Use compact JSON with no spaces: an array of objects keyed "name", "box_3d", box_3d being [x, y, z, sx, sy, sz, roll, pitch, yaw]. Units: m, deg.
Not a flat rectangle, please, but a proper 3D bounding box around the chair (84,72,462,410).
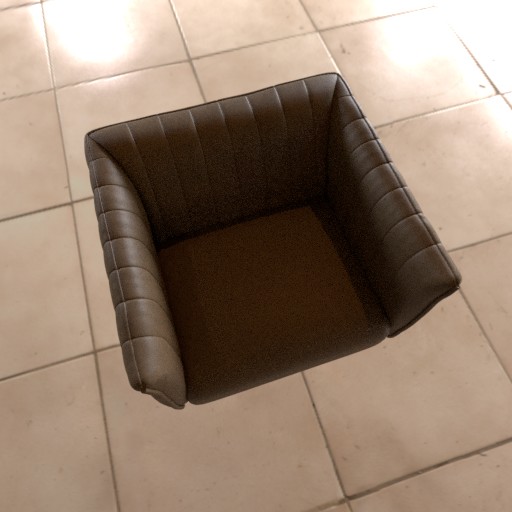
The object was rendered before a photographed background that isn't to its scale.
[{"name":"chair","box_3d":[0.000,0.000,1.645,0.981,0.779,0.876,-17,65,-8]}]
